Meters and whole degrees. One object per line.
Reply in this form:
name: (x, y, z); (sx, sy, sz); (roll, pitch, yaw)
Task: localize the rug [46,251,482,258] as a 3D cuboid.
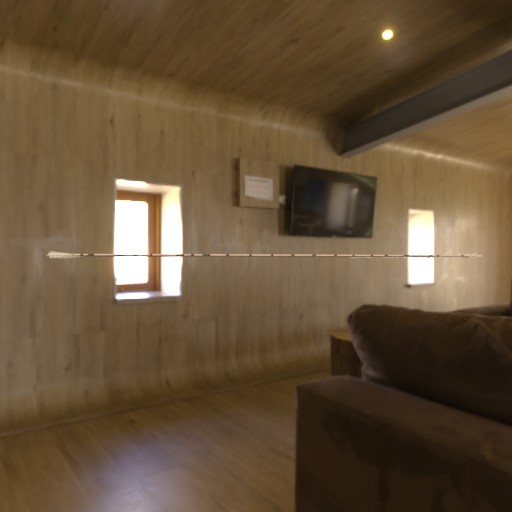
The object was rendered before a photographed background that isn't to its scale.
rug: (0.000, 0.000, 2.479); (2.023, 0.028, 1.224); (0, 0, -20)
